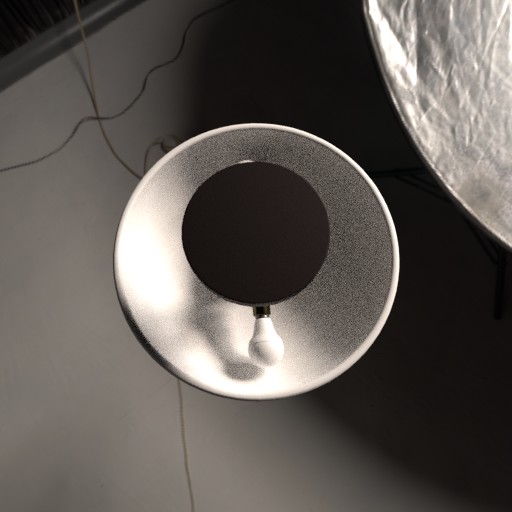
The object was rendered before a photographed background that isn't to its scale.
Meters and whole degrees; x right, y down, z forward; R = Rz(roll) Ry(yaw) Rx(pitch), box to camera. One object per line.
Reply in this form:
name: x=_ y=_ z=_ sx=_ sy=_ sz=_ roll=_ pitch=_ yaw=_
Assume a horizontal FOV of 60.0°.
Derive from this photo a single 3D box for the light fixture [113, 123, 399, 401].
light fixture: x=0.000 y=0.000 z=0.534 sx=0.331 sy=0.212 sz=0.331 roll=0 pitch=76 yaw=0
